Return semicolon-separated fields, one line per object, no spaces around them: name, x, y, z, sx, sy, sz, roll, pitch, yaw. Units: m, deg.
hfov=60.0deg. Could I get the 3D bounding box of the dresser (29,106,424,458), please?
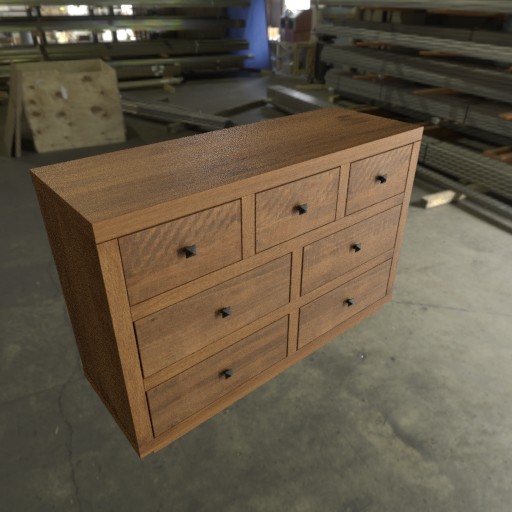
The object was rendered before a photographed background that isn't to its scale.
dresser;0.000;0.000;1.635;1.261;0.825;0.479;-23;38;-33
